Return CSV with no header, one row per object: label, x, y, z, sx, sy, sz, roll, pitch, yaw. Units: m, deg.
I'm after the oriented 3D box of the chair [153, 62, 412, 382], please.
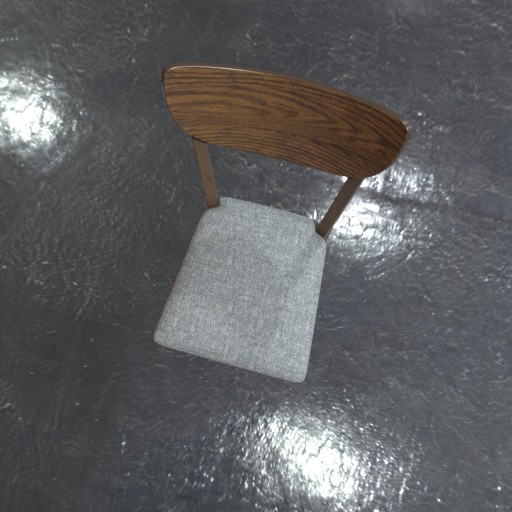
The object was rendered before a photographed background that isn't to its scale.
chair,0.000,0.000,1.192,0.491,0.849,0.583,15,77,4
